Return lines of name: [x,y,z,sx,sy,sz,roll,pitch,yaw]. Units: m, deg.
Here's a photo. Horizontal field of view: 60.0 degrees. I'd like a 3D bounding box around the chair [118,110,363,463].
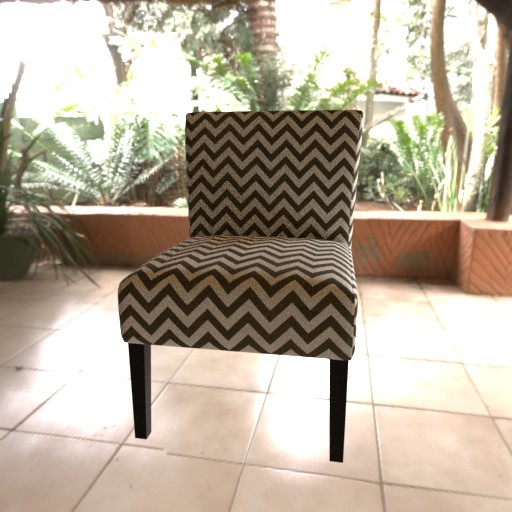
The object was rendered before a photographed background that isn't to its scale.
chair: [0.000,0.000,1.273,0.589,0.838,0.648,2,14,10]
